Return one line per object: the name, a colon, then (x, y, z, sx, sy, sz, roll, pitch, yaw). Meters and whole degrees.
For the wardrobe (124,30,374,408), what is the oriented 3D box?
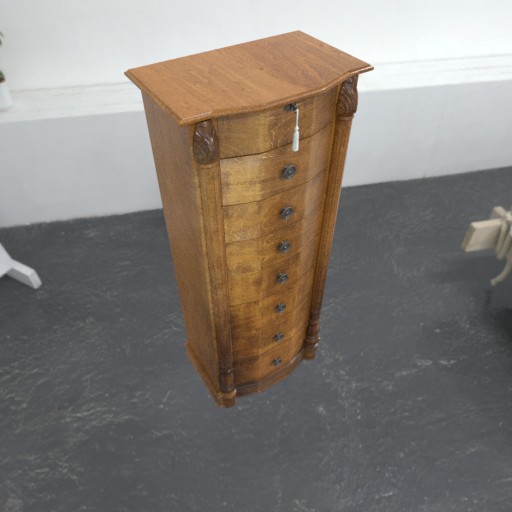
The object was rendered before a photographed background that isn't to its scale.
wardrobe: (0.000, 0.000, 1.151, 0.406, 0.959, 0.273, -24, 50, -23)
